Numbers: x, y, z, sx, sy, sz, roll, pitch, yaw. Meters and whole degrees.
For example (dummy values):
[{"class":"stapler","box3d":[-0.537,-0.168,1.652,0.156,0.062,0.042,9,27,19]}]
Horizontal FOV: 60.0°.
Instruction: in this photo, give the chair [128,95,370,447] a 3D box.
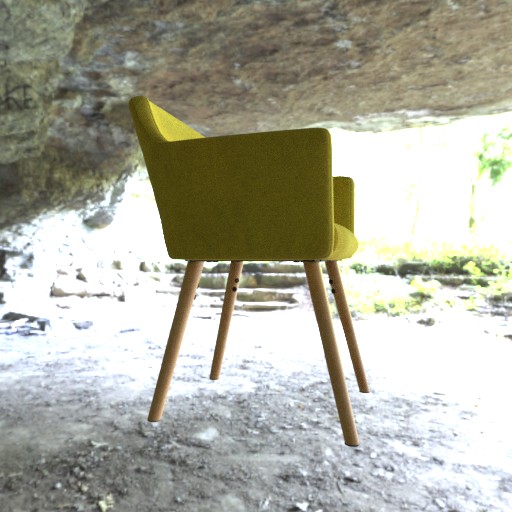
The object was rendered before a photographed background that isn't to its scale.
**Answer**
[{"class":"chair","box3d":[0.000,0.000,1.179,0.570,0.780,0.570,0,0,17]}]
